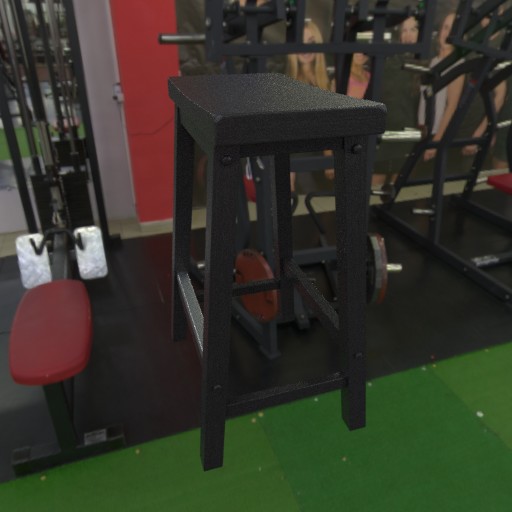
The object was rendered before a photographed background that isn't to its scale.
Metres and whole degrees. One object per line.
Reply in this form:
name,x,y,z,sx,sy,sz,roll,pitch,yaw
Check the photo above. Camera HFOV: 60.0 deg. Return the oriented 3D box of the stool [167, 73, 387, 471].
stool,0.000,0.000,0.852,0.322,0.610,0.406,-9,29,-15
